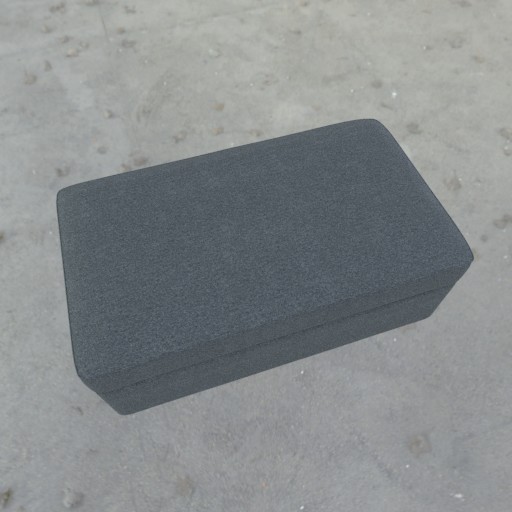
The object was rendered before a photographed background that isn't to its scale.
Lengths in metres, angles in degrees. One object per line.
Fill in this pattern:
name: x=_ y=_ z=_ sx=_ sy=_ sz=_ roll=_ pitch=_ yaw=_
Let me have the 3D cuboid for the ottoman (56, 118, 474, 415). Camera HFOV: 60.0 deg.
ottoman: x=0.000 y=0.000 z=1.539 sx=1.173 sy=0.494 sz=0.681 roll=-15 pitch=59 yaw=-10
